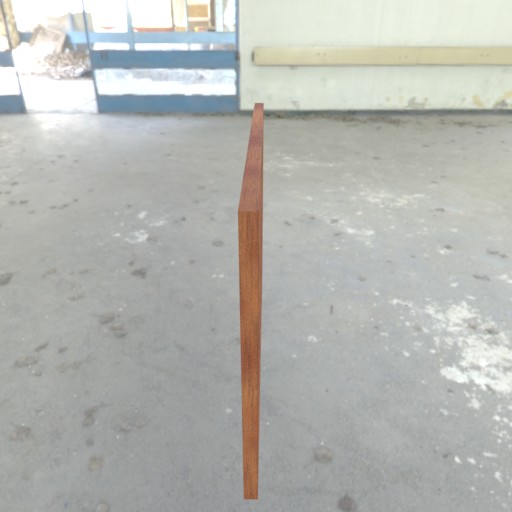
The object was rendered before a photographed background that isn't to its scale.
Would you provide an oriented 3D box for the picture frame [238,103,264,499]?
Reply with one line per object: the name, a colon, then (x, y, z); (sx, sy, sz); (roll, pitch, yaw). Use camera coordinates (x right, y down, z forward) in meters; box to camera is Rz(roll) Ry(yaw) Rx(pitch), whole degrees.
picture frame: (0.000, 0.000, 1.189); (0.029, 0.640, 0.950); (1, 28, 1)
